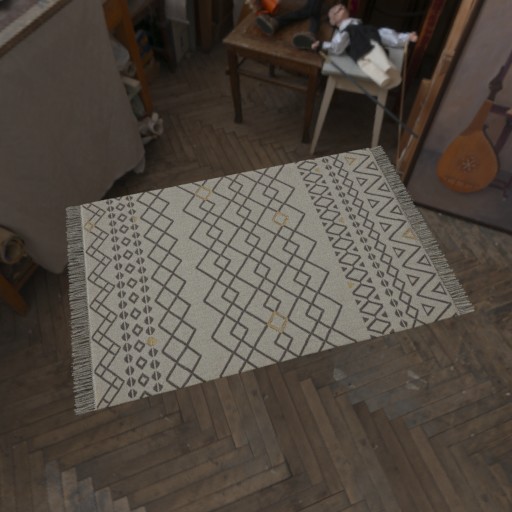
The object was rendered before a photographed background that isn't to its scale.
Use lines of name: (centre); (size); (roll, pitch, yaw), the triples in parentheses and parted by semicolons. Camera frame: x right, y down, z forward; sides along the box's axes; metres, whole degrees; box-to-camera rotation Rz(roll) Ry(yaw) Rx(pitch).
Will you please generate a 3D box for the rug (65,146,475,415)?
rug: (0.000, 0.000, 2.983); (2.472, 0.035, 1.495); (-13, 59, -8)
